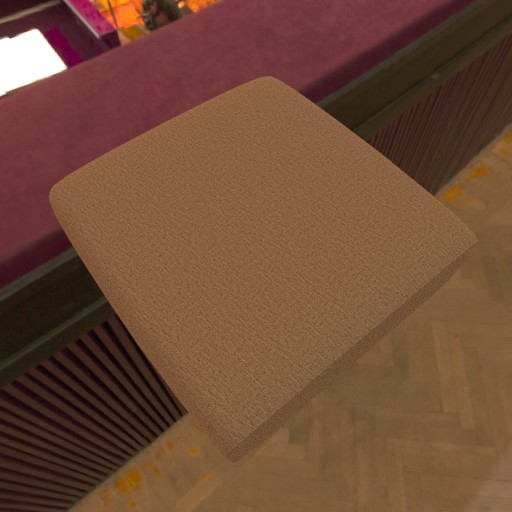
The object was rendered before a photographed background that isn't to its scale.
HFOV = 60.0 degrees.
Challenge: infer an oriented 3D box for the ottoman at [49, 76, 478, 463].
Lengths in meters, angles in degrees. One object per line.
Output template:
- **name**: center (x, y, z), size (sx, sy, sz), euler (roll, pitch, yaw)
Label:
- **ottoman**: center (0.000, 0.000, 1.024), size (0.649, 0.398, 0.650), euler (-34, 64, -19)
